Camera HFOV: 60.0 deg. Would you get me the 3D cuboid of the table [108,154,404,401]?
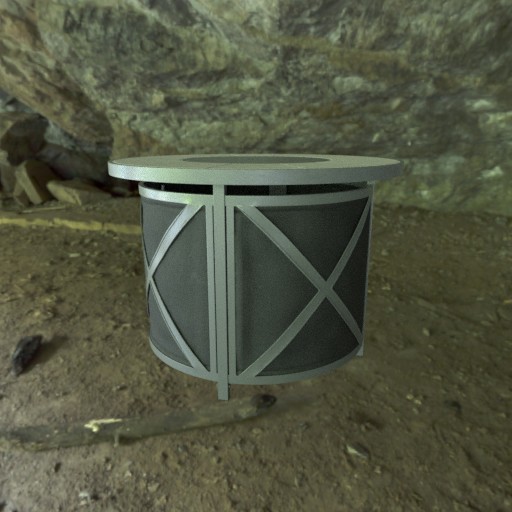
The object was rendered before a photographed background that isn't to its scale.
[{"bbox_3d":[0.000,0.000,1.522,0.914,0.650,0.914,0,15,0],"label":"table"}]
